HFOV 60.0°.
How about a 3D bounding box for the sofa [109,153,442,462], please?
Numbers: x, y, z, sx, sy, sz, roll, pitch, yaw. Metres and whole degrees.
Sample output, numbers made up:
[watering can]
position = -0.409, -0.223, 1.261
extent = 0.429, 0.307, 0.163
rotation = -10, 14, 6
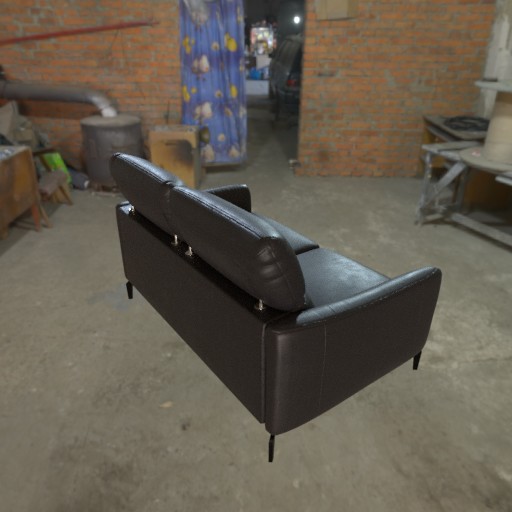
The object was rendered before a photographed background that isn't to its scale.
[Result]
[sofa]
position = 0.000, 0.000, 2.265
extent = 0.958, 0.920, 1.596
rotation = -18, 31, -31
